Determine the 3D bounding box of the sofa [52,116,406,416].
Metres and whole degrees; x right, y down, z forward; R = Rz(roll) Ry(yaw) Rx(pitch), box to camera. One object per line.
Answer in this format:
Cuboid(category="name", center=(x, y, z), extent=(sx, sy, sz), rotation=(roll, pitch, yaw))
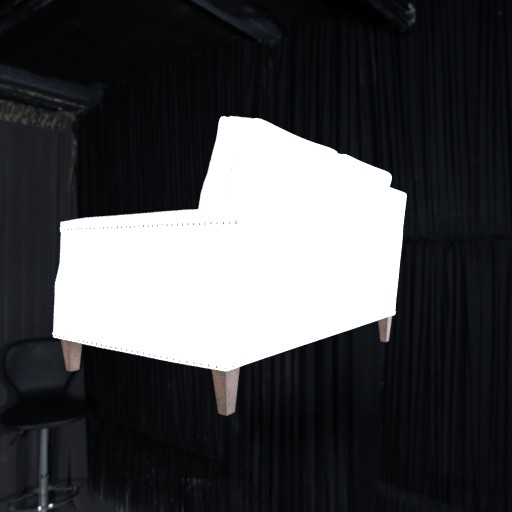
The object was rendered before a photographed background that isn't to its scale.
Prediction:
Cuboid(category="sofa", center=(0.000, 0.000, 2.257), extent=(1.084, 1.003, 1.597), rotation=(0, 1, 36))
